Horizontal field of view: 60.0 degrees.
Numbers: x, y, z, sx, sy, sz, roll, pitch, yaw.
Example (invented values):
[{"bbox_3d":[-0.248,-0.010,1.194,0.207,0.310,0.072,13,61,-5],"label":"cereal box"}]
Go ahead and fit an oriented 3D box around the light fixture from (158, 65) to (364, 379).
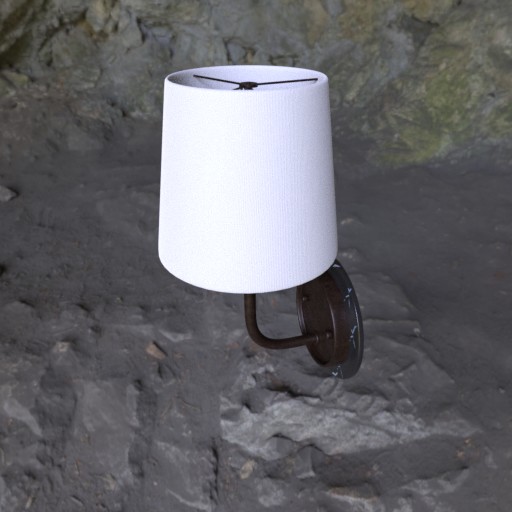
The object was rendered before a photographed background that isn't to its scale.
[{"bbox_3d":[0.000,0.000,0.442,0.188,0.337,0.168,-9,32,-14],"label":"light fixture"}]
